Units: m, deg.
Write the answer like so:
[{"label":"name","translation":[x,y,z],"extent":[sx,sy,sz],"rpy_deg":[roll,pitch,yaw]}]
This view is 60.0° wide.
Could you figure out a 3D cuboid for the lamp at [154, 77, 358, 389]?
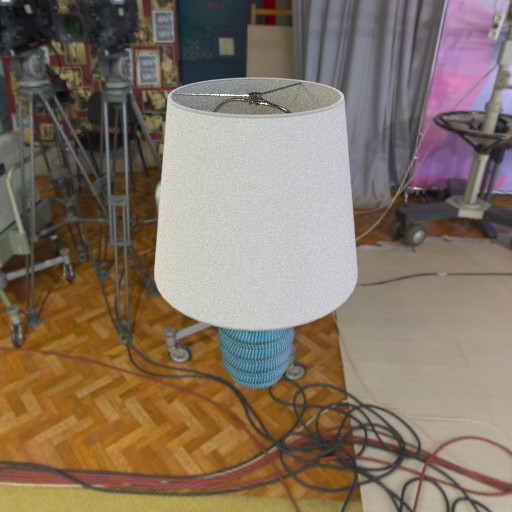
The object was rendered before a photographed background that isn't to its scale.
[{"label":"lamp","translation":[0.000,0.000,0.558],"extent":[0.254,0.392,0.254],"rpy_deg":[0,32,0]}]
